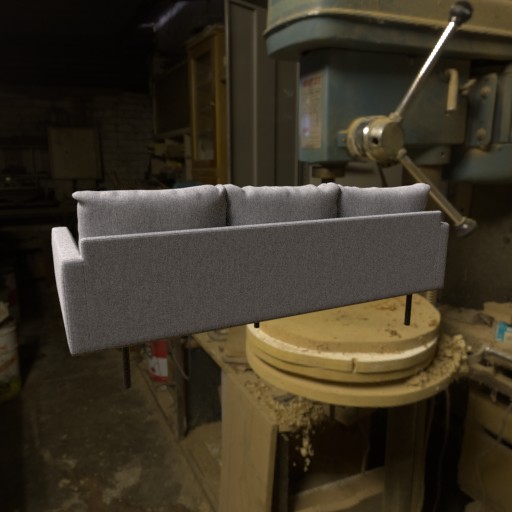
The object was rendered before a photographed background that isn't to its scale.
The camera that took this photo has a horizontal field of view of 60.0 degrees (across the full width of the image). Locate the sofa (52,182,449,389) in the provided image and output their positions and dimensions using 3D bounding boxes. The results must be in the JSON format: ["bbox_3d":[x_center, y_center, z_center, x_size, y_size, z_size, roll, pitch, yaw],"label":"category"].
[{"bbox_3d":[0.000,0.000,2.432,2.000,0.830,0.850,-6,14,-26],"label":"sofa"}]
